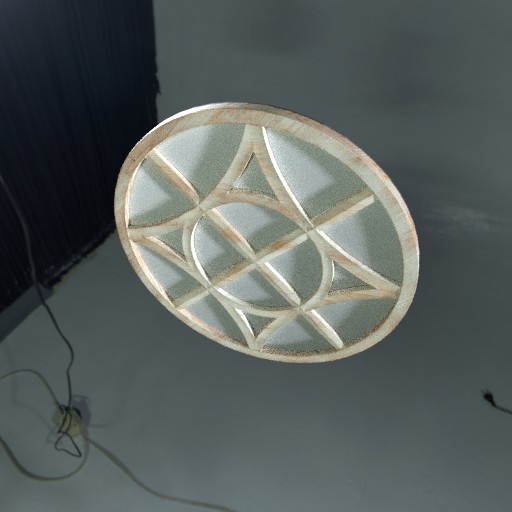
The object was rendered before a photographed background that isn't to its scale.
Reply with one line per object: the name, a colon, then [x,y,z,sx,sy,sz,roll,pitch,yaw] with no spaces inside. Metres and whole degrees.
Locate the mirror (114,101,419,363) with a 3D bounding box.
mirror: [0.000,0.000,1.029,0.710,0.710,0.038,12,42,14]
